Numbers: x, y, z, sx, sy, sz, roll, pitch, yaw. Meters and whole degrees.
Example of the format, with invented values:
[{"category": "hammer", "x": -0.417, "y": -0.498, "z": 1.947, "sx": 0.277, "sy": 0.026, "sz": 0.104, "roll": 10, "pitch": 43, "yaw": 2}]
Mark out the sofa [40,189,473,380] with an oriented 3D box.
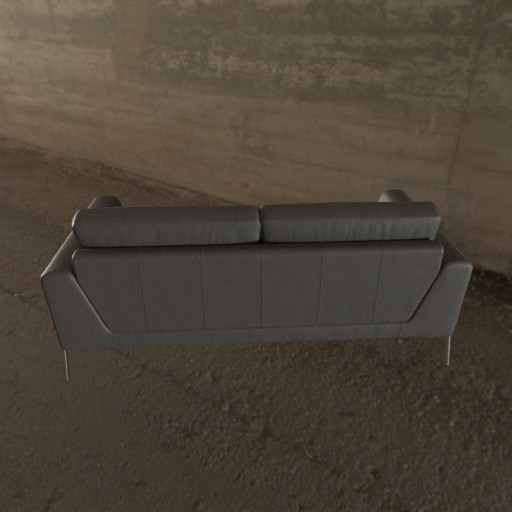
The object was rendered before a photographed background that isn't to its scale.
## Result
[{"category": "sofa", "x": 0.000, "y": 0.000, "z": 2.513, "sx": 2.017, "sy": 0.875, "sz": 0.953, "roll": -2, "pitch": 30, "yaw": -3}]
